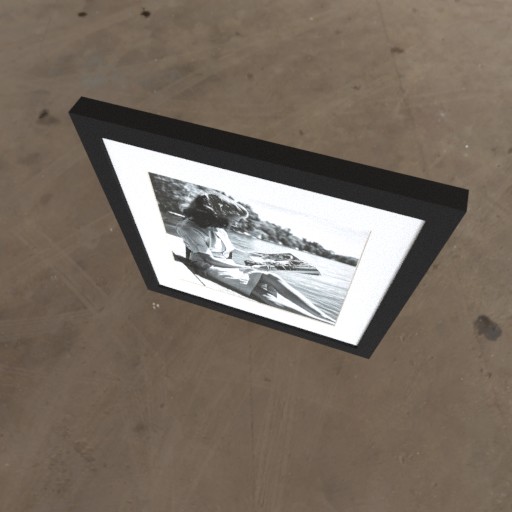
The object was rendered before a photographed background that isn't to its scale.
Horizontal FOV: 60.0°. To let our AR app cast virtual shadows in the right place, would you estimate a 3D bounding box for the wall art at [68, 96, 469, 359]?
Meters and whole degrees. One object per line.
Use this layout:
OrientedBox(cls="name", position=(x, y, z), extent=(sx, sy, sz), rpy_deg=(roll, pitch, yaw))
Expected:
OrientedBox(cls="wall art", position=(0.000, 0.000, 0.691), extent=(0.462, 0.458, 0.030), rpy_deg=(16, 60, 10))
